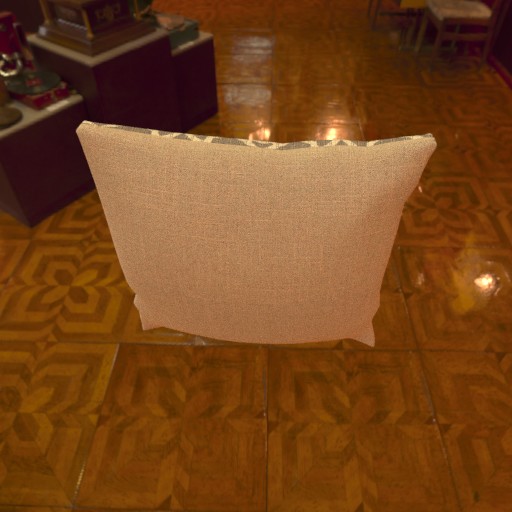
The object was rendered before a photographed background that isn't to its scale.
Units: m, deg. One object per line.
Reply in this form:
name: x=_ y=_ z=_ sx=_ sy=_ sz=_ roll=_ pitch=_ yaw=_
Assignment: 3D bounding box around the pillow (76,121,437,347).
pillow: x=0.000 y=0.000 z=0.791 sx=0.508 sy=0.498 sz=0.215 roll=3 pitch=45 yaw=3
